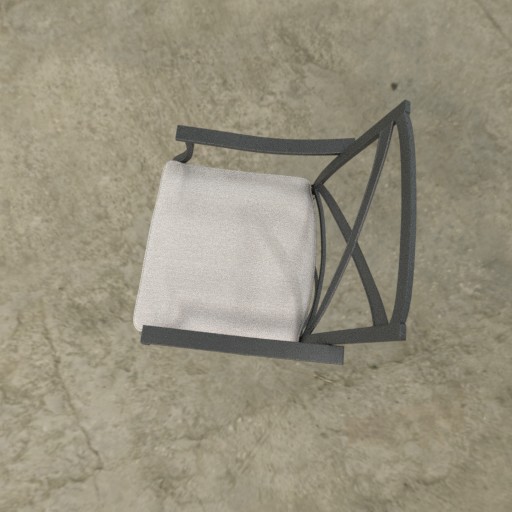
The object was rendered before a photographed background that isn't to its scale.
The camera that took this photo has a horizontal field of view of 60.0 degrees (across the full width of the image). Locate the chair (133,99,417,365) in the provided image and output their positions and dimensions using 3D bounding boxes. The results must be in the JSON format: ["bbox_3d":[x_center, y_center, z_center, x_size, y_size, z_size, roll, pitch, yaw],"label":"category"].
[{"bbox_3d":[0.000,0.000,1.280,0.620,0.889,0.575,6,75,2],"label":"chair"}]
